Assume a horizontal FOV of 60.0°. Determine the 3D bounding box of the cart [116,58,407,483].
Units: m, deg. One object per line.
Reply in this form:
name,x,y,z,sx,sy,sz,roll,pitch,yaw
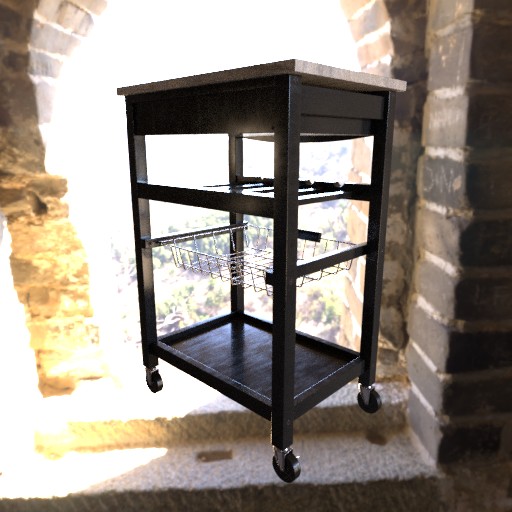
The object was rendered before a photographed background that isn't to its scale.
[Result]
cart,0.000,0.000,1.154,0.584,0.839,0.403,13,19,42
